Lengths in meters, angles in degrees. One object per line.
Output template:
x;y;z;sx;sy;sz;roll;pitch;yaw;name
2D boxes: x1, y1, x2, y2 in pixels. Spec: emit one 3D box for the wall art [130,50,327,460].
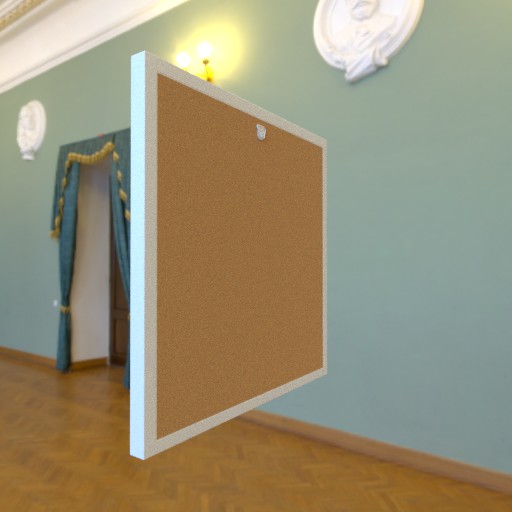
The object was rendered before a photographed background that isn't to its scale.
0.000;0.000;1.142;0.050;0.762;0.761;0;-1;35;wall art
